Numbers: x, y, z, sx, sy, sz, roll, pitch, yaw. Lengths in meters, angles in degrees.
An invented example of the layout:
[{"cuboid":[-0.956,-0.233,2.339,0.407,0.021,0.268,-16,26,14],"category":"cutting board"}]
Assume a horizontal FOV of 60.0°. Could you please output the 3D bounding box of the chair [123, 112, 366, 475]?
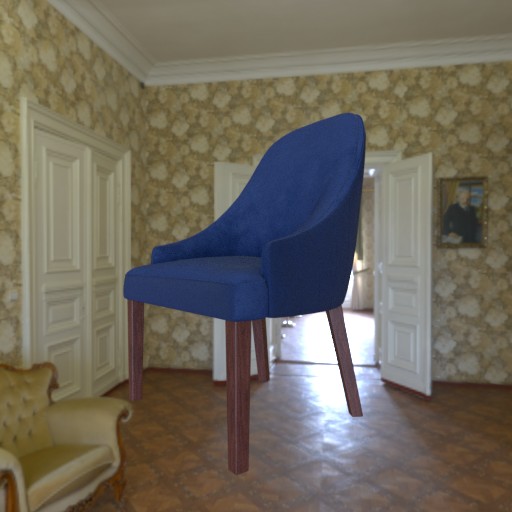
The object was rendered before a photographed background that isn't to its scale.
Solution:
[{"cuboid":[0.000,0.000,1.298,0.575,0.889,0.643,0,0,-36],"category":"chair"}]
